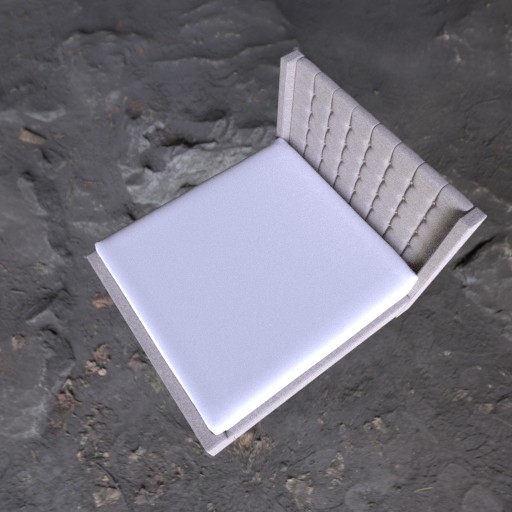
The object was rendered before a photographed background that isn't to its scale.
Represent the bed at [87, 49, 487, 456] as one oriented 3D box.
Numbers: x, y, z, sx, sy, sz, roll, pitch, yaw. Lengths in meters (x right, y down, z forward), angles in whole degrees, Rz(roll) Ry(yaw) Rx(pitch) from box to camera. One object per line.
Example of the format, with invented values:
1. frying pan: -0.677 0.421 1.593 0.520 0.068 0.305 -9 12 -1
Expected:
1. bed: 0.000 0.000 3.777 2.372 1.748 2.044 -33 67 -16
